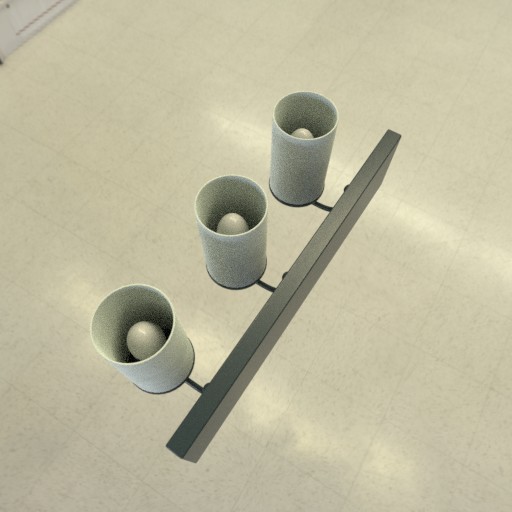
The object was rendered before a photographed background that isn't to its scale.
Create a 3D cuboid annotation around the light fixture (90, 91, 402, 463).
[{"bbox_3d":[0.000,0.000,0.540,0.145,0.172,0.451,31,67,15],"label":"light fixture"}]
